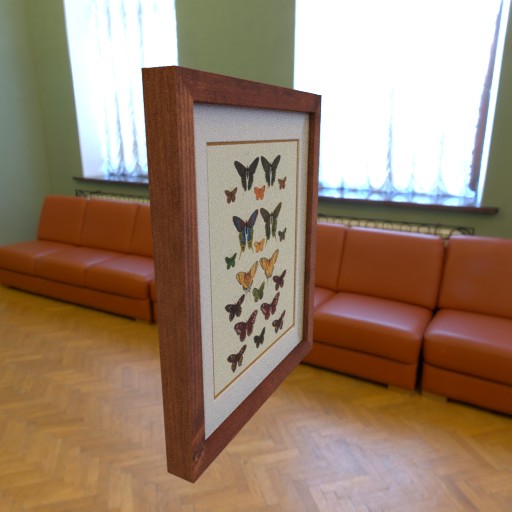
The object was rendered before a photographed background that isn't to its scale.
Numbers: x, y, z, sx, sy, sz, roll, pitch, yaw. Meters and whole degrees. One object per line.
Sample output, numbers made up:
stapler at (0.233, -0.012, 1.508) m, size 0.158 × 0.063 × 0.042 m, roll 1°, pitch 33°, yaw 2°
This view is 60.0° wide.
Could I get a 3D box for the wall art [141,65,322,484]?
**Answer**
wall art at (0.000, 0.000, 0.621) m, size 0.039 × 0.449 × 0.377 m, roll 8°, pitch 18°, yaw 27°
